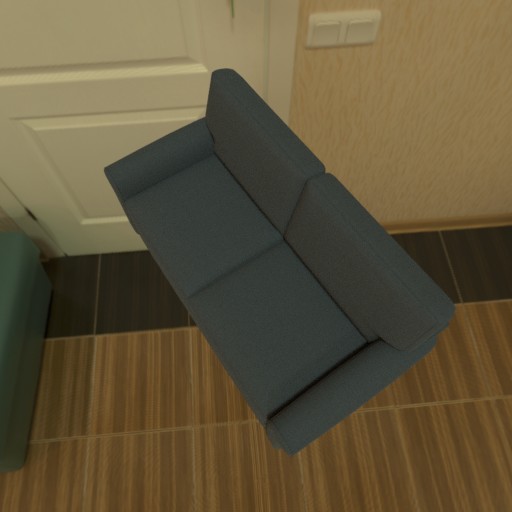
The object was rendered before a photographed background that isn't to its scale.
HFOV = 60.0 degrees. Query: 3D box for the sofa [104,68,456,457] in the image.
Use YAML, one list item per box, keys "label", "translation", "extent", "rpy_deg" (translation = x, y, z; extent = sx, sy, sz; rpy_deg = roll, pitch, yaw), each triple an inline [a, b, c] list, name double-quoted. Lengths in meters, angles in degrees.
- label: "sofa"
  translation: [0.000, 0.000, 2.525]
  extent: [0.940, 1.020, 1.930]
  rpy_deg: [-31, 67, -15]
